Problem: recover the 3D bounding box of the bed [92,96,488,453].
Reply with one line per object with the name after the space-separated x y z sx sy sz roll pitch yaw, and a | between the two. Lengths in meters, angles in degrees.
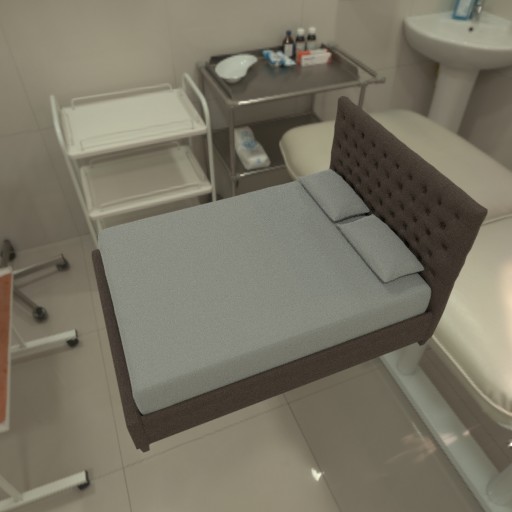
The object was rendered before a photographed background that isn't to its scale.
0.000 0.000 3.373 2.387 1.427 1.698 -16 47 -16 | bed
